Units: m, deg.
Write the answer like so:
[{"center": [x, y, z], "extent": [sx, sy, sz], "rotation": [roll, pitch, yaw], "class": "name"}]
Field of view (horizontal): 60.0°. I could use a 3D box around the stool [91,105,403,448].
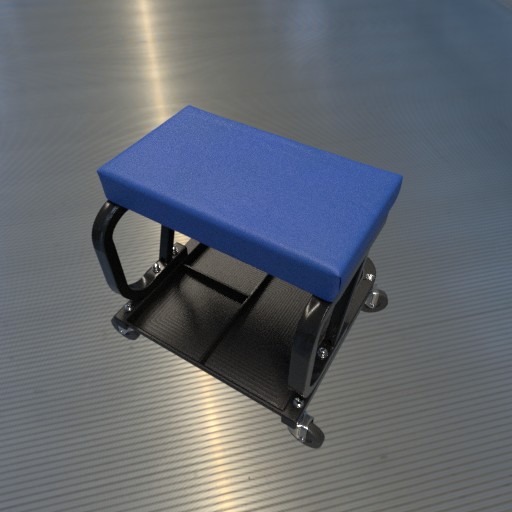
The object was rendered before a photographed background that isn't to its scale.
[{"center": [0.000, 0.000, 0.755], "extent": [0.446, 0.380, 0.371], "rotation": [24, 52, 21], "class": "stool"}]
